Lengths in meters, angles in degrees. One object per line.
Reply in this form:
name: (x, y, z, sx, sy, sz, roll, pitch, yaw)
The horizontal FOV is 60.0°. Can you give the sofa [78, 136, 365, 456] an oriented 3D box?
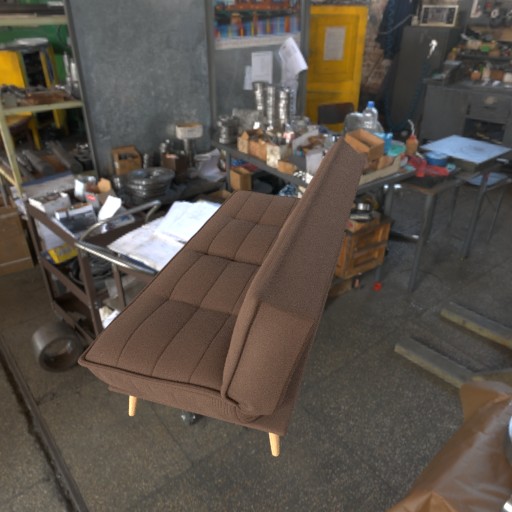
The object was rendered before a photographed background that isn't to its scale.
sofa: (0.000, 0.000, 2.459, 0.950, 0.890, 1.940, 9, 32, 15)
